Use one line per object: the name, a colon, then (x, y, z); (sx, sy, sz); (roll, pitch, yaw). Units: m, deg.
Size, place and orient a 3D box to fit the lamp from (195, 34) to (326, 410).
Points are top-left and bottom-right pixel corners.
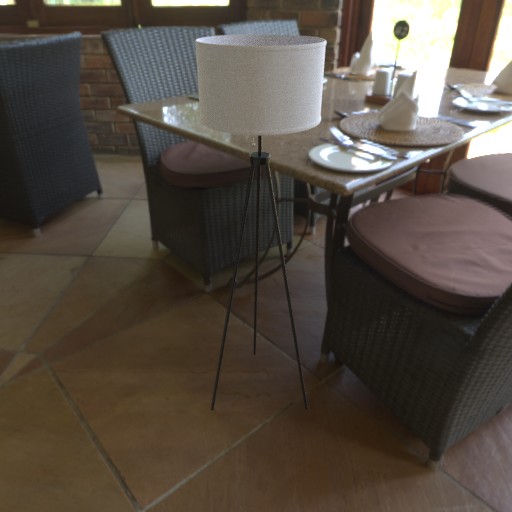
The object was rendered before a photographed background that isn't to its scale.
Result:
lamp: (0.000, 0.000, 1.758); (0.458, 1.545, 0.448); (-21, 37, -32)
